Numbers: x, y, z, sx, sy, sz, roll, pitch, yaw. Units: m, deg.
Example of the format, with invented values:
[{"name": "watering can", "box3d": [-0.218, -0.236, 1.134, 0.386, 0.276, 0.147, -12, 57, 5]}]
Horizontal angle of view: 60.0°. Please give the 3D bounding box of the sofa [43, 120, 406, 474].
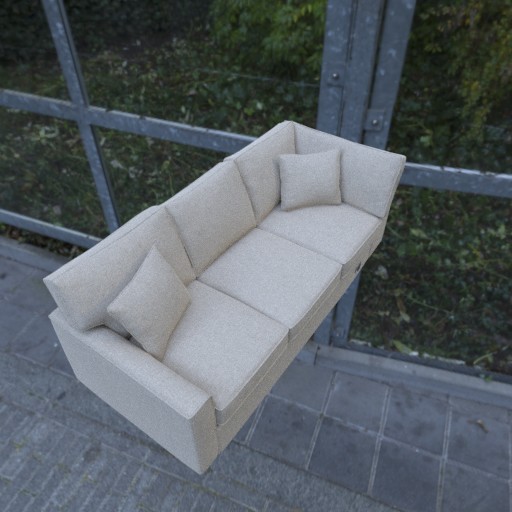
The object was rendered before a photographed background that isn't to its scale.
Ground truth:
[{"name": "sofa", "box3d": [0.000, 0.000, 2.883, 1.061, 0.962, 2.317, 25, 47, 26]}]
